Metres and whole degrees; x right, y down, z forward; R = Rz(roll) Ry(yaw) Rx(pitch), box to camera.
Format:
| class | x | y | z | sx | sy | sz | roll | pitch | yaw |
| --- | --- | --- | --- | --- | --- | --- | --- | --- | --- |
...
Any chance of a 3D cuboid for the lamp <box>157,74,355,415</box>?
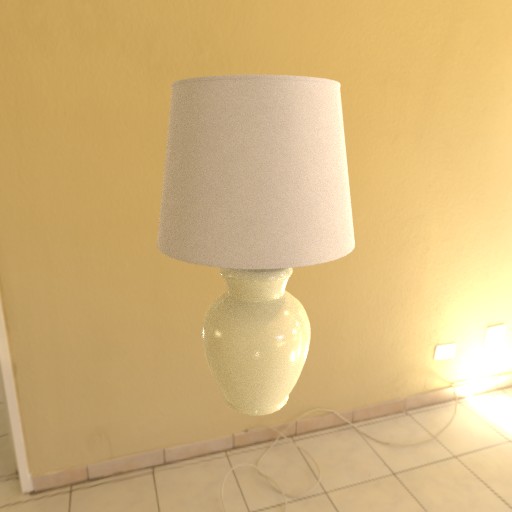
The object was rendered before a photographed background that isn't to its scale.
| class | x | y | z | sx | sy | sz | roll | pitch | yaw |
| --- | --- | --- | --- | --- | --- | --- | --- | --- | --- |
| lamp | 0.000 | 0.000 | 0.553 | 0.239 | 0.399 | 0.239 | 0 | 15 | 0 |
